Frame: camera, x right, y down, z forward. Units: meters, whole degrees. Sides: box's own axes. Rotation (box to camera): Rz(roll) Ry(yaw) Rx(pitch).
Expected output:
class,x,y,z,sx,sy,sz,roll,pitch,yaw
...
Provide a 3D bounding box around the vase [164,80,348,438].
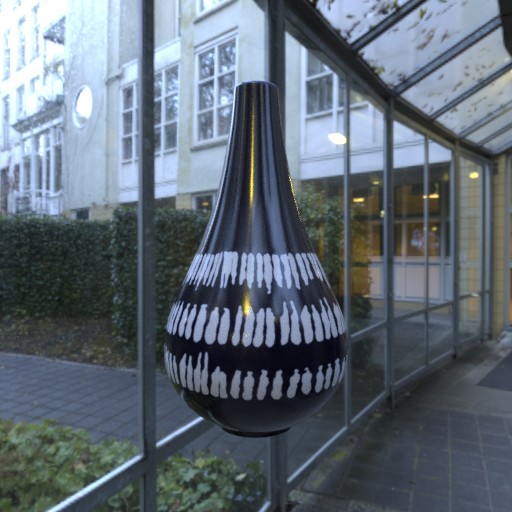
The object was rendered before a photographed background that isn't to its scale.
class,x,y,z,sx,sy,sz,roll,pitch,yaw
vase,0.000,0.000,0.390,0.159,0.295,0.159,0,1,0
